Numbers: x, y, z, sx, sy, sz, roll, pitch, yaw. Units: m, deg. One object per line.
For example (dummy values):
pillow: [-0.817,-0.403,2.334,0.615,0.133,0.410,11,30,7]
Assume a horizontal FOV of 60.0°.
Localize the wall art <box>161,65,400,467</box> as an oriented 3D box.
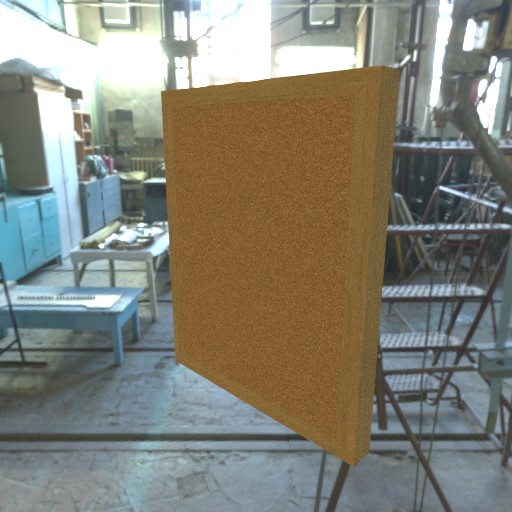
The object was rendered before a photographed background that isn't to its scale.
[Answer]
wall art: [0.000,0.000,0.518,0.312,0.380,0.030,15,21,43]
